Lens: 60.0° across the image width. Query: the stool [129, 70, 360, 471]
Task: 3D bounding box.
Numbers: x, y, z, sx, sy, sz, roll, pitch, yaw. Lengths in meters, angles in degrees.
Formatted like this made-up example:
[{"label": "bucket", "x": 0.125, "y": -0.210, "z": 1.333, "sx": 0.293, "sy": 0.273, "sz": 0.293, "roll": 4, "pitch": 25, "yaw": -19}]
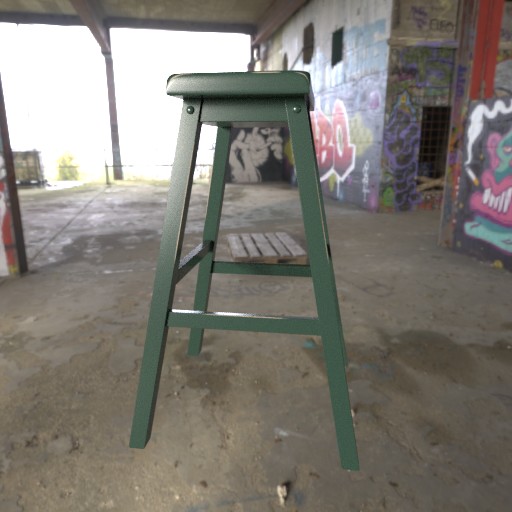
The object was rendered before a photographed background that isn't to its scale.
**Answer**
[{"label": "stool", "x": 0.000, "y": 0.000, "z": 1.028, "sx": 0.476, "sy": 0.737, "sz": 0.457, "roll": 2, "pitch": 15, "yaw": 8}]
